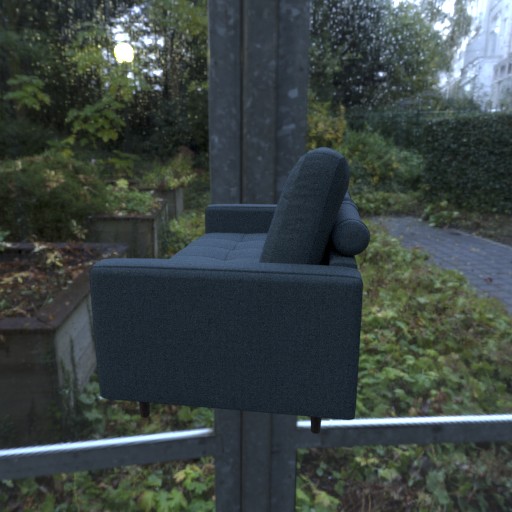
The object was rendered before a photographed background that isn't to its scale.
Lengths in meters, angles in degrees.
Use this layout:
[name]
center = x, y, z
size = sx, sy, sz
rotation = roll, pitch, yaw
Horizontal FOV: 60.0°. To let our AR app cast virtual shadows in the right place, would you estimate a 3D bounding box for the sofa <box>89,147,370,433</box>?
[sofa]
center = 0.000, 0.000, 1.915
size = 0.842, 0.907, 1.407
rotation = 2, 14, 8
